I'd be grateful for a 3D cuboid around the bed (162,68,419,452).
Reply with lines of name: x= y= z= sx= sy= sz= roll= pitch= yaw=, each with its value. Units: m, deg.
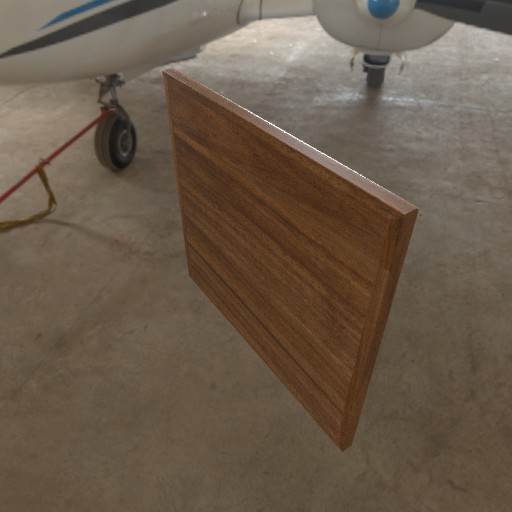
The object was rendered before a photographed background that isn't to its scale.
bed: x=0.000 y=0.000 z=1.478 sx=0.043 sy=0.940 sz=1.041 roll=-24 pitch=46 yaw=-26
